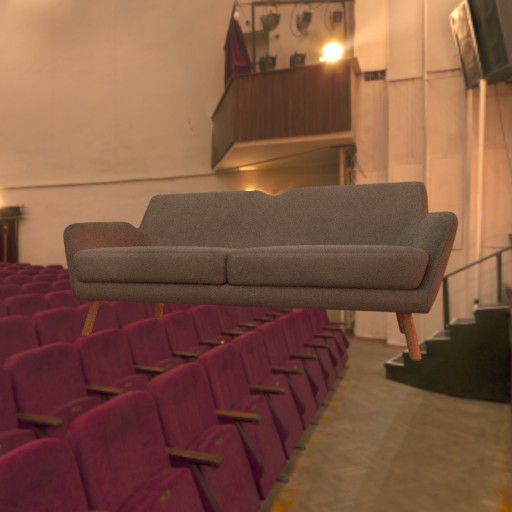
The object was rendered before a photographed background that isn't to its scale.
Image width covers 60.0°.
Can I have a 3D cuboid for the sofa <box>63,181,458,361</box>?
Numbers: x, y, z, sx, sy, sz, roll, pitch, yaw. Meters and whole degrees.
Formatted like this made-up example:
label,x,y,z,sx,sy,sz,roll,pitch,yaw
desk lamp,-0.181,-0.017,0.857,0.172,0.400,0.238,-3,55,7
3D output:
label,x,y,z,sx,sy,sz,roll,pitch,yaw
sofa,0.000,0.000,2.318,1.870,0.810,0.850,0,0,19
